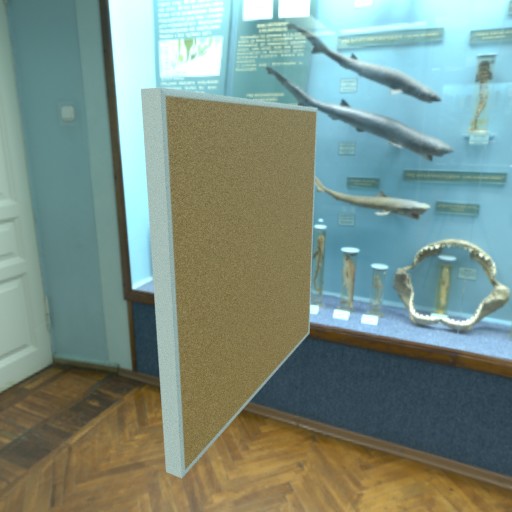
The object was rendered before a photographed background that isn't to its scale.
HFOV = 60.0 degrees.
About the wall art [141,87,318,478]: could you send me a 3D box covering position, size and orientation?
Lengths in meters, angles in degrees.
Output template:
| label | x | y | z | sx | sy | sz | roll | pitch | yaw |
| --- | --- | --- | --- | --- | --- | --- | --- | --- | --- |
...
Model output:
| label | x | y | z | sx | sy | sz | roll | pitch | yaw |
| --- | --- | --- | --- | --- | --- | --- | --- | --- | --- |
| wall art | 0.000 | 0.000 | 1.158 | 0.041 | 0.765 | 0.768 | 8 | 18 | 26 |
